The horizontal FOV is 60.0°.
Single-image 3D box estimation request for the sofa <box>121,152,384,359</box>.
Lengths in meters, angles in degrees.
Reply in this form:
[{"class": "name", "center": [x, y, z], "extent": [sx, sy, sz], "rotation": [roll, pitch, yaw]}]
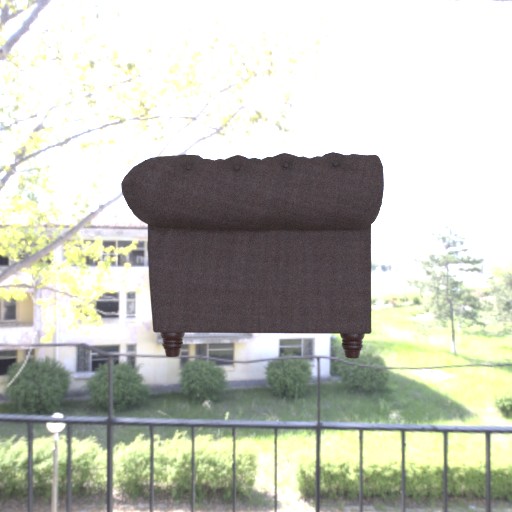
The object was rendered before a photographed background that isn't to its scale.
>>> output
[{"class": "sofa", "center": [0.000, 0.000, 2.500], "extent": [0.944, 0.780, 2.048], "rotation": [0, 0, 2]}]
